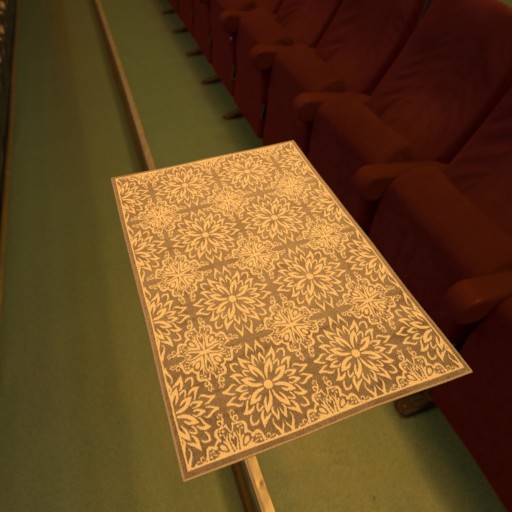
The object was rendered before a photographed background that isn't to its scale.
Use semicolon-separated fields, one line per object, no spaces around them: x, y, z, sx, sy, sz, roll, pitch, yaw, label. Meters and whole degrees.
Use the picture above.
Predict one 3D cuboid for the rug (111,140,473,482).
0.000;0.000;2.272;1.224;0.012;1.847;-15;49;-14;rug
